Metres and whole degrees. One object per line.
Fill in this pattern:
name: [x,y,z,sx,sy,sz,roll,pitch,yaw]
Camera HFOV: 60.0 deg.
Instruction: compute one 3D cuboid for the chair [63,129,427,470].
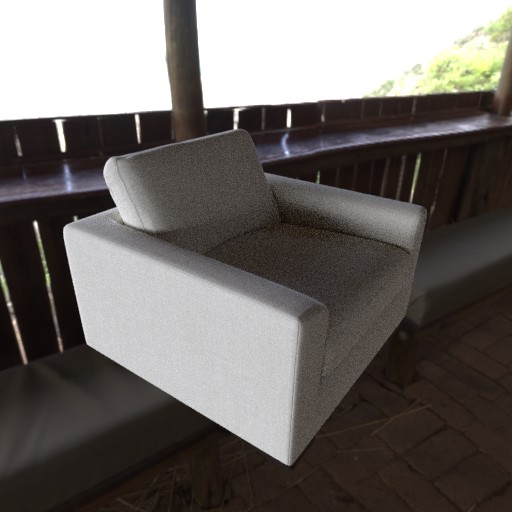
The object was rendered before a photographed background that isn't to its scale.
chair: [0.000,0.000,1.888,1.100,0.876,1.070,18,32,32]
